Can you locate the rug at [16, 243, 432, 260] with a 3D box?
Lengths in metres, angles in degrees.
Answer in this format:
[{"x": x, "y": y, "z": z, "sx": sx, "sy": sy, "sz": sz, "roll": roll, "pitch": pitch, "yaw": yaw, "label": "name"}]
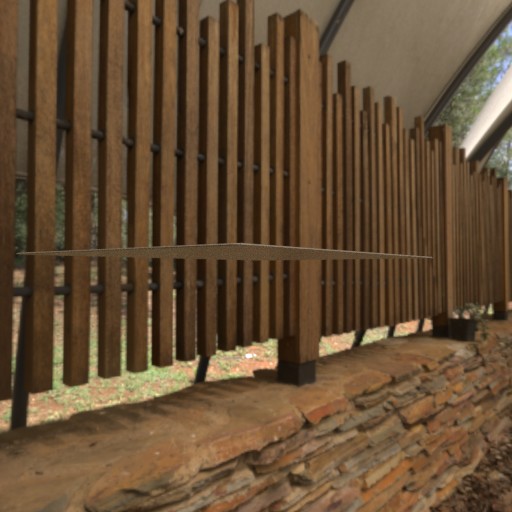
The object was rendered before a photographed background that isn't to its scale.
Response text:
[{"x": 0.000, "y": 0.000, "z": 3.631, "sx": 2.005, "sy": 0.013, "sz": 2.890, "roll": -1, "pitch": -2, "yaw": 37, "label": "rug"}]
